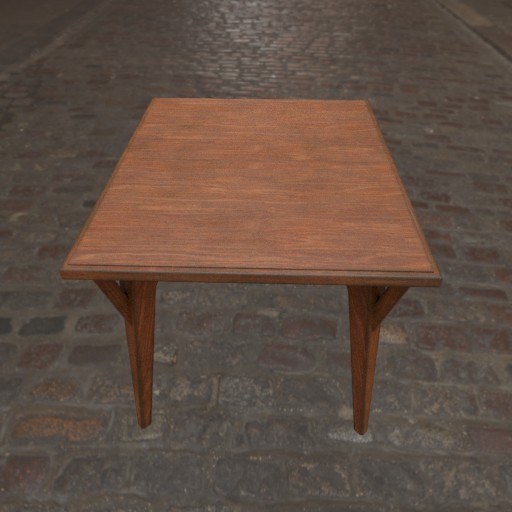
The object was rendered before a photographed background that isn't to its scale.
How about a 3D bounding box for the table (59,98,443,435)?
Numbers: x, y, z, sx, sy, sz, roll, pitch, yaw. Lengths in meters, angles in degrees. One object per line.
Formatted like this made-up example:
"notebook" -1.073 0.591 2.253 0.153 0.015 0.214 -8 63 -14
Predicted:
"table" 0.000 0.000 1.584 0.838 0.761 0.991 1 41 1
